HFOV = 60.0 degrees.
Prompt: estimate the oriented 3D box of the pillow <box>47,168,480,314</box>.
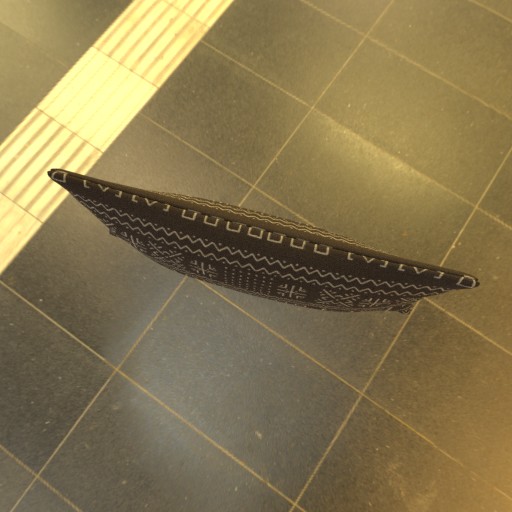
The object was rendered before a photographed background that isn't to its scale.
[{"bbox_3d":[0.000,0.000,0.796,0.667,0.322,0.135,15,76,4],"label":"pillow"}]
